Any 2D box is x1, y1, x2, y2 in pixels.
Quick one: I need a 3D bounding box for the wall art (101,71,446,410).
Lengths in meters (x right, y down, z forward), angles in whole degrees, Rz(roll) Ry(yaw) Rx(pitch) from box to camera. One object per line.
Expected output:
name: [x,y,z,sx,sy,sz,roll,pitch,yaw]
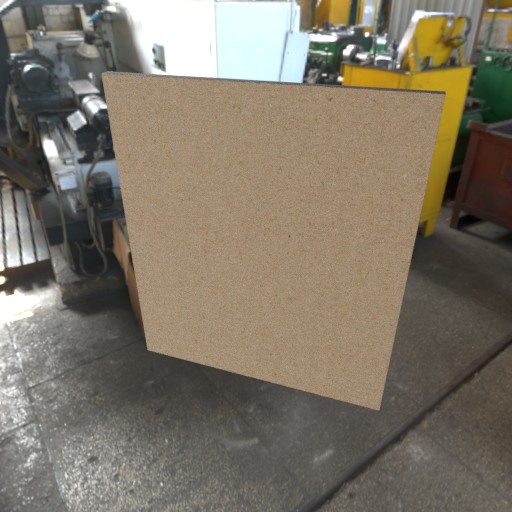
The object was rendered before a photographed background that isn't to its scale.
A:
wall art: [0.000,0.000,1.161,0.755,0.863,0.028,10,32,16]
